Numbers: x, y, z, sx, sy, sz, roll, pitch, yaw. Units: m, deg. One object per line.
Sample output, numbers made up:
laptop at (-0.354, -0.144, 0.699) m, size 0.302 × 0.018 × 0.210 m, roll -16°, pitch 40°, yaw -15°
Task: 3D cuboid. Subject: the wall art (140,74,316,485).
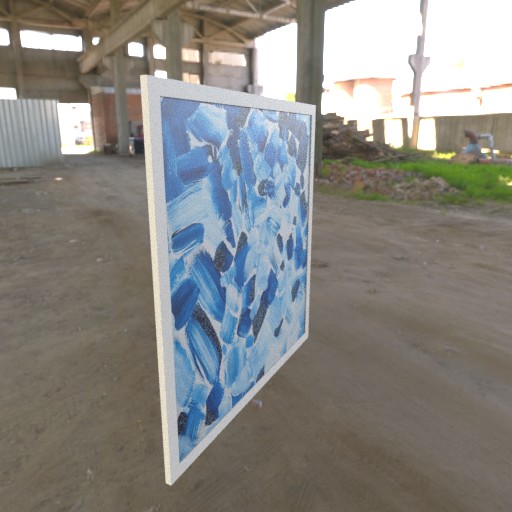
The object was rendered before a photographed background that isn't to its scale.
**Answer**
wall art at (0.000, 0.000, 1.186) m, size 0.015 × 0.812 × 0.812 m, roll 8°, pitch 17°, yaw 26°
